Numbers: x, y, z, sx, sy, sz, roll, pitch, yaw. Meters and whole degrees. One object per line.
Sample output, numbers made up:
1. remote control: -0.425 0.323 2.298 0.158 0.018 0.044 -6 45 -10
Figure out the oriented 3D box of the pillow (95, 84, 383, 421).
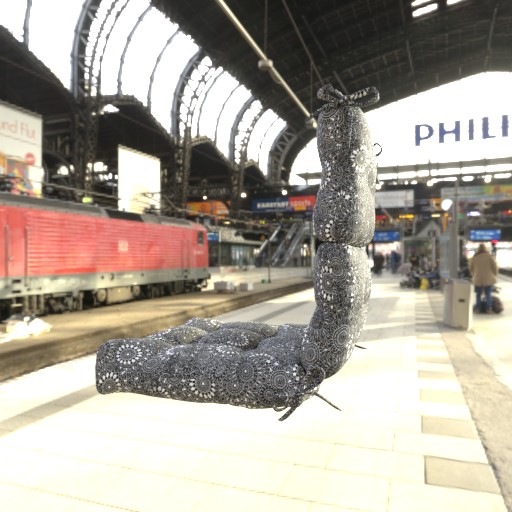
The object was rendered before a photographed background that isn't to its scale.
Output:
1. pillow: 0.000 0.000 1.039 0.571 0.605 0.519 0 0 17
